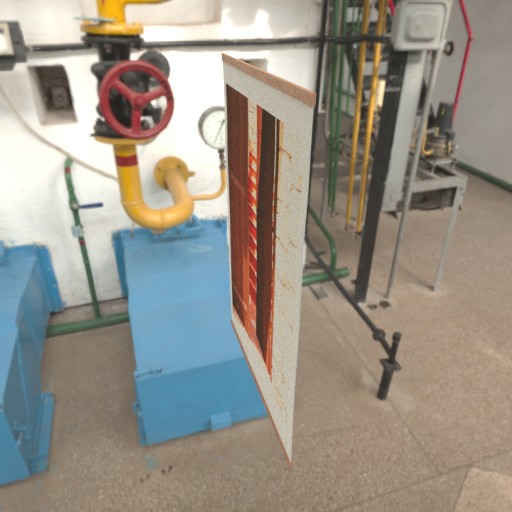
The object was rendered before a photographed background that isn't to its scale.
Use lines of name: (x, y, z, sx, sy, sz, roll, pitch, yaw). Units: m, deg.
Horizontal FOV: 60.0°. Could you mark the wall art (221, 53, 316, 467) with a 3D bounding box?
wall art: (0.000, 0.000, 1.934, 0.019, 1.527, 1.019, -9, 31, -15)
